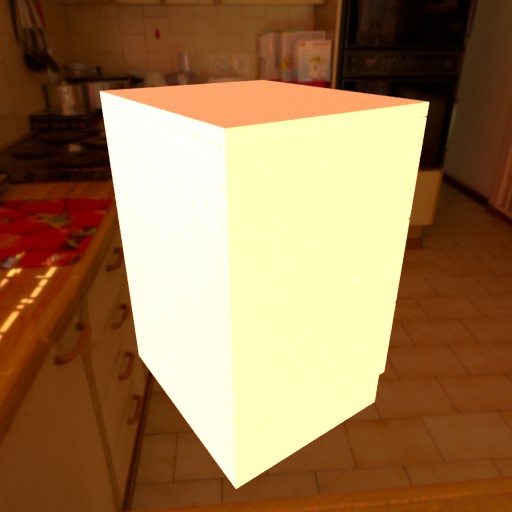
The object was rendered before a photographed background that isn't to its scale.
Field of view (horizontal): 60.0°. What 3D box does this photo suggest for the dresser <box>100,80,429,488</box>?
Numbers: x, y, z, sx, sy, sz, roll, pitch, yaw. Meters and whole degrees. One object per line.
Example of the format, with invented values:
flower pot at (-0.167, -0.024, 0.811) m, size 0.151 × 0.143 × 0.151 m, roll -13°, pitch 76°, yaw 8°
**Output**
dresser at (0.000, 0.000, 0.817) m, size 0.360 × 0.560 × 0.400 m, roll -18°, pitch 32°, yaw -31°
